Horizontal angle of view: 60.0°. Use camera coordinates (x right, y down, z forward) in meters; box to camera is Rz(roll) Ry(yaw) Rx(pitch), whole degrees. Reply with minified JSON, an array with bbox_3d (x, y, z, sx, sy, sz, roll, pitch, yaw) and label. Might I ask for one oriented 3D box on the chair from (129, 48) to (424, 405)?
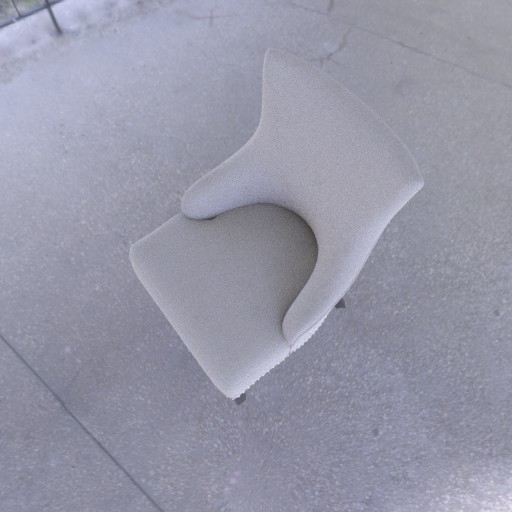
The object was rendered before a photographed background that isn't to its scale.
[{"bbox_3d":[0.000,0.000,1.328,0.629,0.909,0.566,-35,69,-16],"label":"chair"}]
